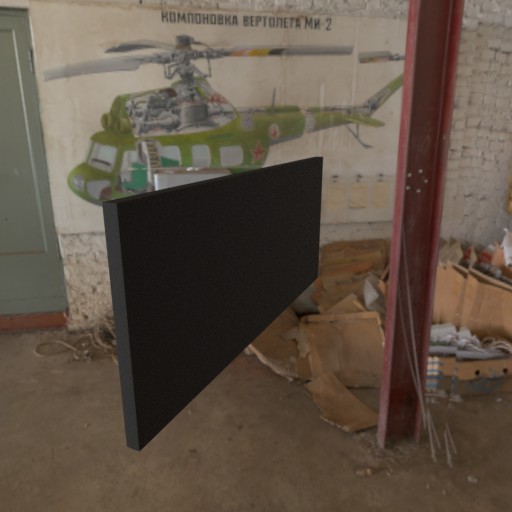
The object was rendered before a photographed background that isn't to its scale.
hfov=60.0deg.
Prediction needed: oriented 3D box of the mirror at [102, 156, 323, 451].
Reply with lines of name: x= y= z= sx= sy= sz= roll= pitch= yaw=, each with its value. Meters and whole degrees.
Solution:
mirror: x=0.000 y=0.000 z=1.815 sx=0.047 sy=0.692 sz=1.584 roll=8 pitch=19 yaw=24
